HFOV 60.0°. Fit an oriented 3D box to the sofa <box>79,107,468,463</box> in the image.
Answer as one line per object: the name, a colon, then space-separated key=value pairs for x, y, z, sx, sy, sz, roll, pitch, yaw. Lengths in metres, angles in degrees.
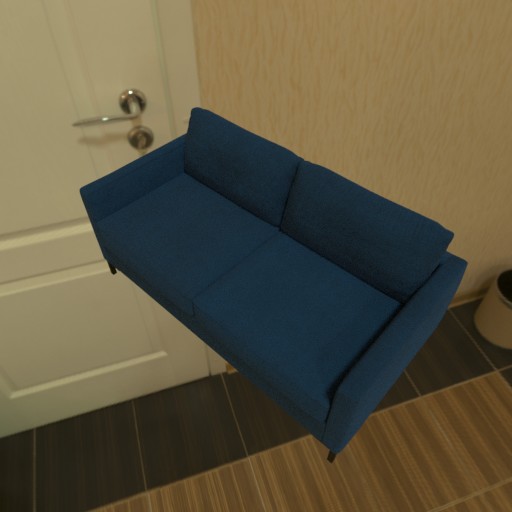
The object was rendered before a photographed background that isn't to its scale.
sofa: x=0.000 y=0.000 z=2.178 sx=1.676 sy=0.817 sz=0.875 roll=34 pitch=55 yaw=28
